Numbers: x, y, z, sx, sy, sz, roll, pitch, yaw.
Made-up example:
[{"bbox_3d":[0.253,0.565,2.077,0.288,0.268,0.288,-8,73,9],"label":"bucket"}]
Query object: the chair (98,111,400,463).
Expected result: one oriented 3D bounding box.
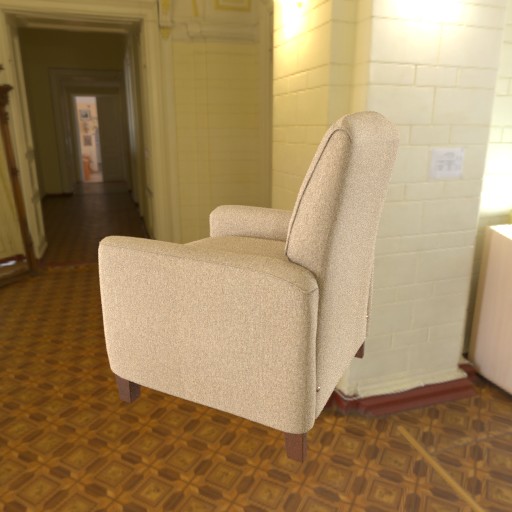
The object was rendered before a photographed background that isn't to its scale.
[{"bbox_3d":[0.000,0.000,1.657,0.864,1.014,0.848,8,17,26],"label":"chair"}]
